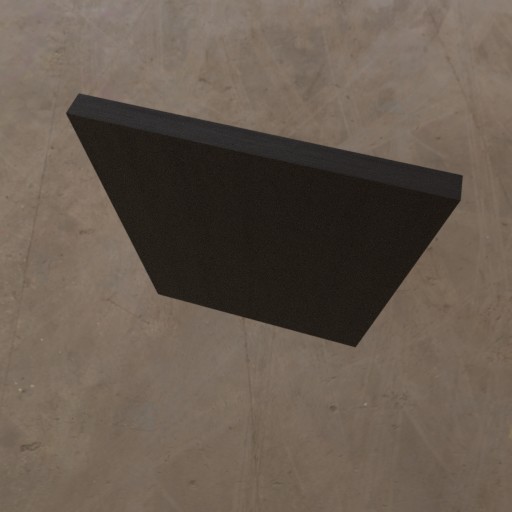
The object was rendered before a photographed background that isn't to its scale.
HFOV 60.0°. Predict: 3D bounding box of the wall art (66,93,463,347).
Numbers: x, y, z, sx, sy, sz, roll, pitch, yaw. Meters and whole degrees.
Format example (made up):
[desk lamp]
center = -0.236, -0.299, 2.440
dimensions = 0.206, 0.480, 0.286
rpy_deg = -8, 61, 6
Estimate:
[wall art]
center = 0.000, 0.000, 0.745
dimensions = 0.455, 0.552, 0.034
rpy_deg = 14, 63, 7
